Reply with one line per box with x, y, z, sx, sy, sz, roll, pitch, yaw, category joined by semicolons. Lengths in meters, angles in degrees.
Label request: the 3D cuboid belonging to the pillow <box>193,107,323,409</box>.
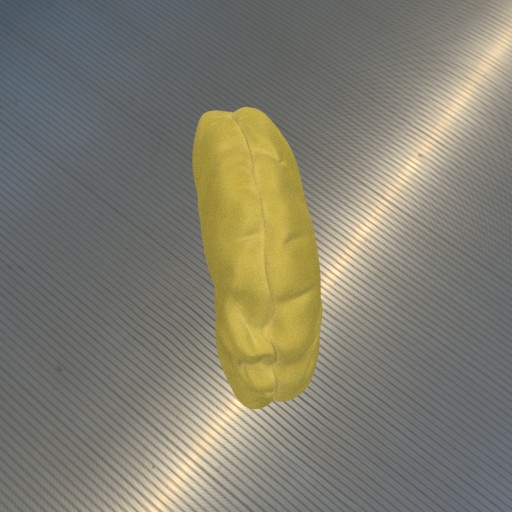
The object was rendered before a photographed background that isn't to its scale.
0.000;0.000;0.655;0.148;0.407;0.428;-8;76;-2;pillow
